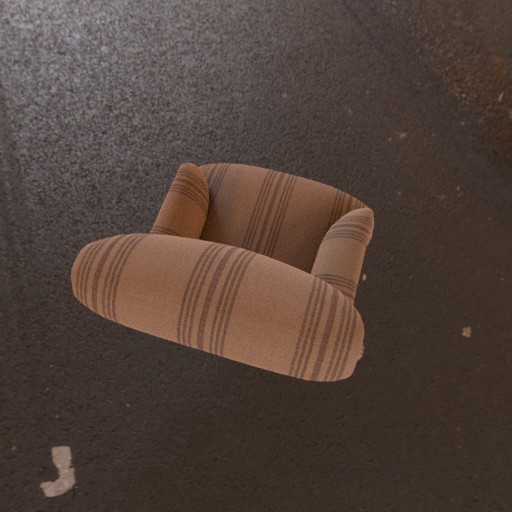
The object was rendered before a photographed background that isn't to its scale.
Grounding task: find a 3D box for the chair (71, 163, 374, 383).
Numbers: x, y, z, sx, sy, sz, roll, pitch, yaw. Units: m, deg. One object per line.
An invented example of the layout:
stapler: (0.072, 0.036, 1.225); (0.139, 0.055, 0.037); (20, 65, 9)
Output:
chair: (0.000, 0.000, 1.613); (0.813, 0.940, 0.914); (15, 64, 8)
